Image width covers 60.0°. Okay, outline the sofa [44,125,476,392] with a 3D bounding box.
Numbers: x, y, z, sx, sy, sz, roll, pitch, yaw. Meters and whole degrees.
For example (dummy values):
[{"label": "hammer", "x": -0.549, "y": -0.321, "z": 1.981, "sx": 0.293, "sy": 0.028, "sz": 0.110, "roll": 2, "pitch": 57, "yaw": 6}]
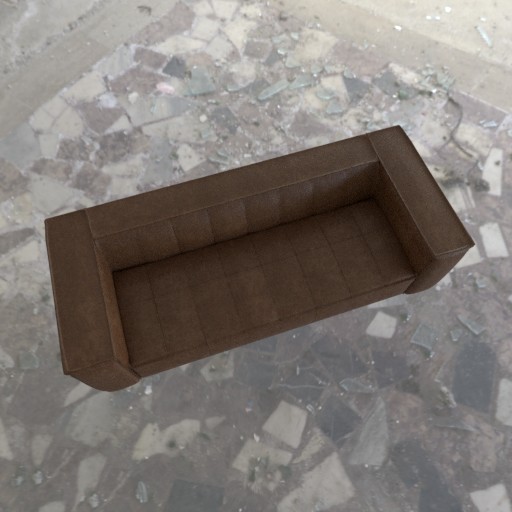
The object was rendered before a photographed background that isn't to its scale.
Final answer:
[{"label": "sofa", "x": 0.000, "y": 0.000, "z": 3.095, "sx": 2.581, "sy": 0.701, "sz": 1.102, "roll": -17, "pitch": 65, "yaw": -8}]
